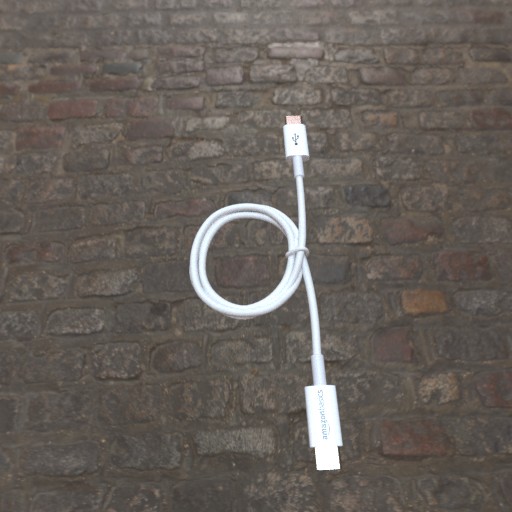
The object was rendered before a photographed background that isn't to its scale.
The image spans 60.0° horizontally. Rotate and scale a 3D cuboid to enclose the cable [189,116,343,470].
[{"bbox_3d":[0.000,0.000,0.231,0.070,0.014,0.203,-2,62,-1],"label":"cable"}]
